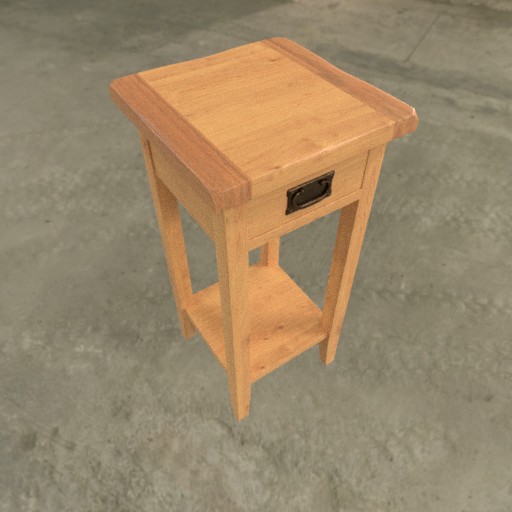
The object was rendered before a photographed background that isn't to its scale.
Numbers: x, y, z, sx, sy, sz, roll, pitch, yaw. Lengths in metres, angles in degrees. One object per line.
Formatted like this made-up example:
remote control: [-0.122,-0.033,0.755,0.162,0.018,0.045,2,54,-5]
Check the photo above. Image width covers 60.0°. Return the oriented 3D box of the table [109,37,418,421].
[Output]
table: [0.000,0.000,0.971,0.360,0.740,0.360,-26,52,-22]
